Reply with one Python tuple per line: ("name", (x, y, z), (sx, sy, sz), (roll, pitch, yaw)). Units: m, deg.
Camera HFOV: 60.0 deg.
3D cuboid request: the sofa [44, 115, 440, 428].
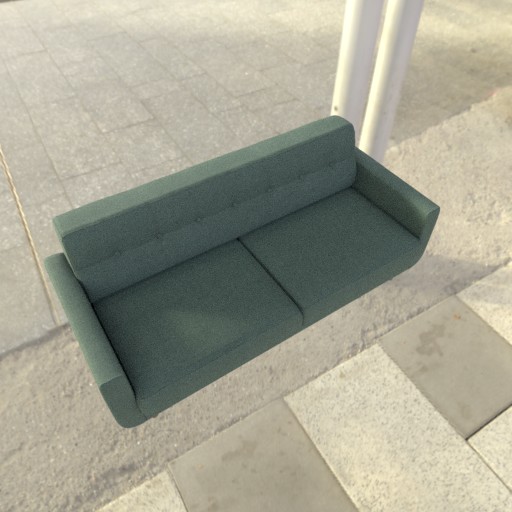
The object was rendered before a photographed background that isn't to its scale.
("sofa", (0.000, 0.000, 2.498), (2.029, 0.841, 0.909), (-26, 52, -22))
